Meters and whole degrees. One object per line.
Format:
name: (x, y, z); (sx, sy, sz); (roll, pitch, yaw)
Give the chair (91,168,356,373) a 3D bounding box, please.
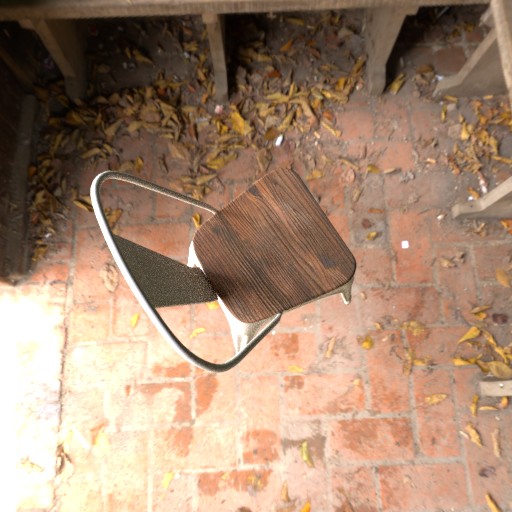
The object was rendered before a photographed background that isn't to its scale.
chair: (0.000, 0.000, 1.171); (0.521, 0.851, 0.452); (-30, 77, -8)
